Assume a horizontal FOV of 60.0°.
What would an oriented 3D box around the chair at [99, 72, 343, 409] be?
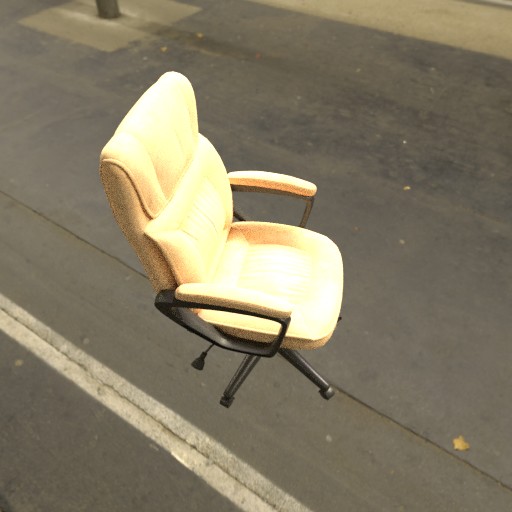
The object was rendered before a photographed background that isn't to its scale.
[{"bbox_3d":[0.000,0.000,1.566,0.724,1.105,0.667,9,47,8],"label":"chair"}]
